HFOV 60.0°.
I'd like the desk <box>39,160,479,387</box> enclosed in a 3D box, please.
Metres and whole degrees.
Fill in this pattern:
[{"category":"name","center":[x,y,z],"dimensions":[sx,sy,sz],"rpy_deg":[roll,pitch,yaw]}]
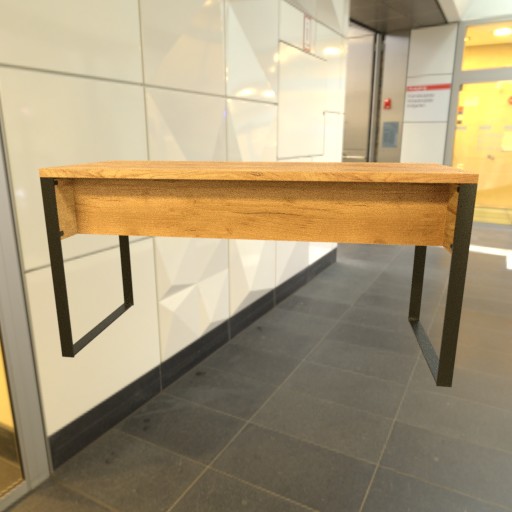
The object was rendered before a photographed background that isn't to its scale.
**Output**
[{"category":"desk","center":[0.000,0.000,1.897],"dimensions":[1.520,0.760,0.600],"rpy_deg":[2,15,8]}]
